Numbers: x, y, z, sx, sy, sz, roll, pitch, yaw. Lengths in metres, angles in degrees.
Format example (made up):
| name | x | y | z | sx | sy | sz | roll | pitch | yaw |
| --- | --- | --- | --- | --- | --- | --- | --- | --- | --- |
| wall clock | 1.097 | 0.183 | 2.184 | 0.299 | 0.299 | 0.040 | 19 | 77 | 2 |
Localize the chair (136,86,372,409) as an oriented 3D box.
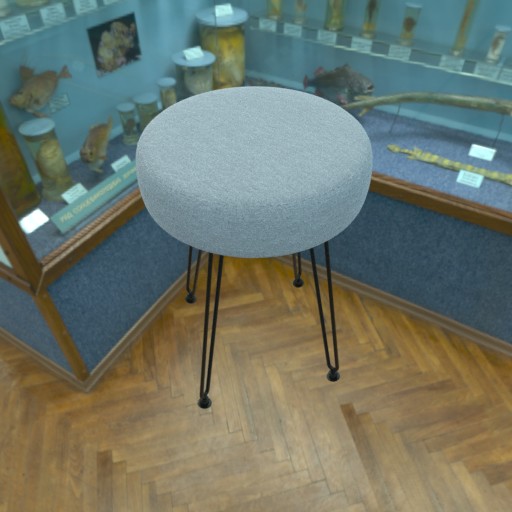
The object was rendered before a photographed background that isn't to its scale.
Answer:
| name | x | y | z | sx | sy | sz | roll | pitch | yaw |
| --- | --- | --- | --- | --- | --- | --- | --- | --- | --- |
| chair | 0.000 | 0.000 | 0.701 | 0.350 | 0.440 | 0.350 | 25 | 50 | 23 |
